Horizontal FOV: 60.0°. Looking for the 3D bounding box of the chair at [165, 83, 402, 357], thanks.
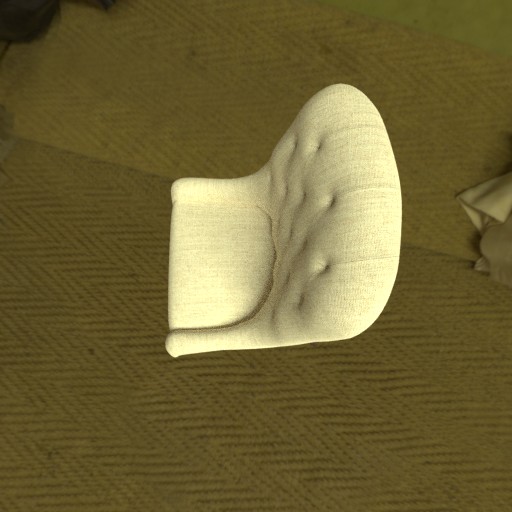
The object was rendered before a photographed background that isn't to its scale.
[{"bbox_3d":[0.000,0.000,1.463,0.629,1.091,0.634,-1,75,0],"label":"chair"}]
